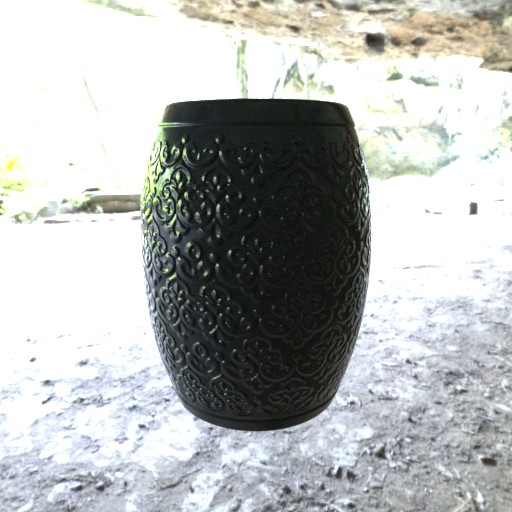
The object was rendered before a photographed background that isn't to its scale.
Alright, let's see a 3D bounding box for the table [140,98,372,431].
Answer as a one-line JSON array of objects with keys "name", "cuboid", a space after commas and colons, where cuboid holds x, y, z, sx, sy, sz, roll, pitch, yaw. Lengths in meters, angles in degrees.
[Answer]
[{"name": "table", "cuboid": [0.000, 0.000, 0.615, 0.309, 0.397, 0.309, 0, 15, 0]}]
